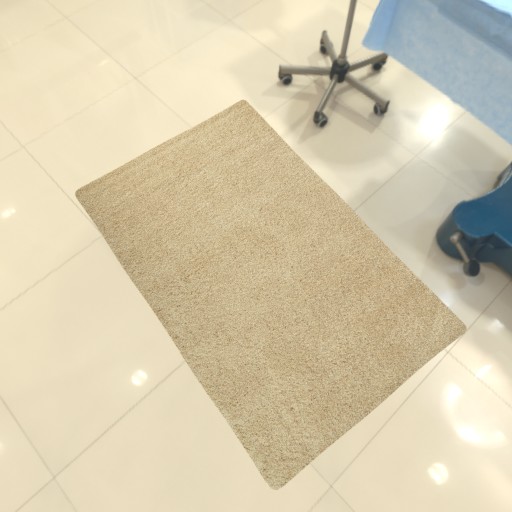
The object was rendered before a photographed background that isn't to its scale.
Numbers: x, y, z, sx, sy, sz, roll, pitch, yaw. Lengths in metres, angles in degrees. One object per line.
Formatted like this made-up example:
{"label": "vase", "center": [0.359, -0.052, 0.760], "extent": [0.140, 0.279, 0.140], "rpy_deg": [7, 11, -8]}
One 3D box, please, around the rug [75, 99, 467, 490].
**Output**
{"label": "rug", "center": [0.000, 0.000, 2.931], "extent": [1.500, 0.025, 2.349], "rpy_deg": [-34, 69, -15]}
